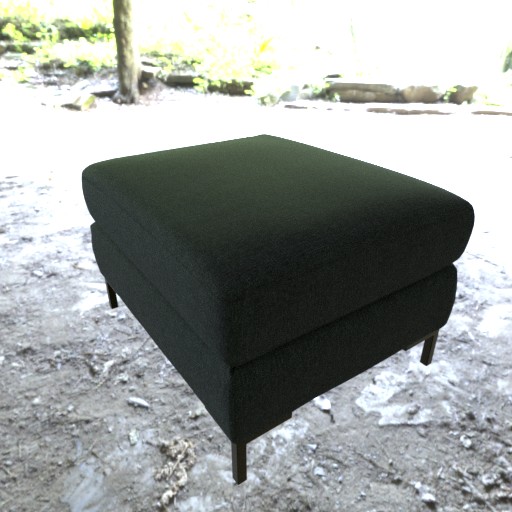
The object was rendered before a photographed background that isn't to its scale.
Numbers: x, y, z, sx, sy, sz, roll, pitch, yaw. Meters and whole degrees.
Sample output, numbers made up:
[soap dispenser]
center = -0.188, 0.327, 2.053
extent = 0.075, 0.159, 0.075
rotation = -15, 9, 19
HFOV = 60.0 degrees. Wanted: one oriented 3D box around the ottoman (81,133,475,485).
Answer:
[ottoman]
center = 0.000, 0.000, 1.241
extent = 0.695, 0.533, 0.831
rotation = -18, 33, -30
